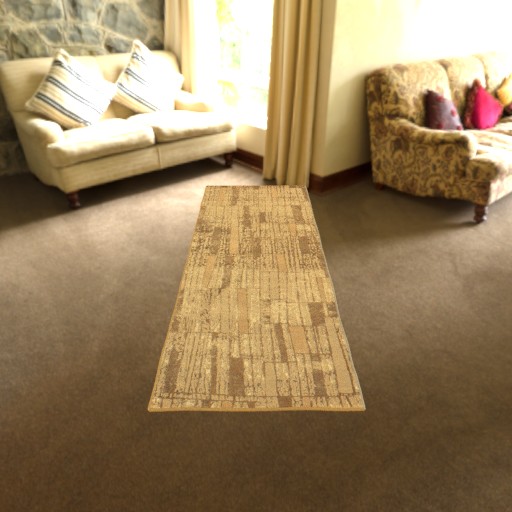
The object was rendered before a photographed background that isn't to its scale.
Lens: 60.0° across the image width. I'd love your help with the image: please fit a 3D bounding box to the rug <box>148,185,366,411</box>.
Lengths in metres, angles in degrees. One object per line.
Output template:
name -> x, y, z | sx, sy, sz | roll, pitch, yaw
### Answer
rug -> 0.000, 0.000, 2.746 | 0.857, 0.018, 2.383 | 0, 30, 0
